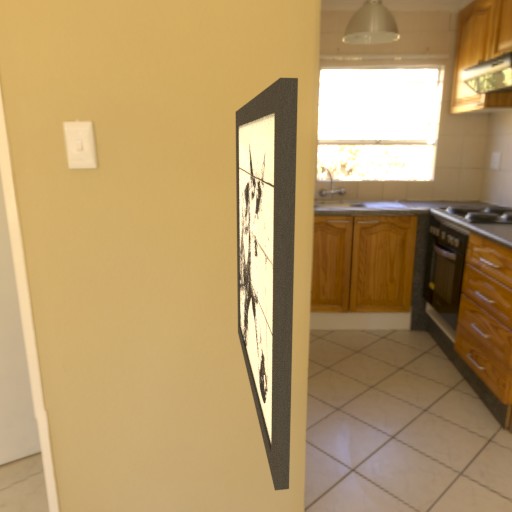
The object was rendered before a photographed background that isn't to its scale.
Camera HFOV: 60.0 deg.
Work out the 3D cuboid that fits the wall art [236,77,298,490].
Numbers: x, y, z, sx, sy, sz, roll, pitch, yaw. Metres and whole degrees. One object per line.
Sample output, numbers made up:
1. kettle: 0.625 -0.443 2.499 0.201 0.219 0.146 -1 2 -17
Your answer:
1. wall art: 0.000 0.000 1.530 0.038 1.016 1.016 -2 14 -8
